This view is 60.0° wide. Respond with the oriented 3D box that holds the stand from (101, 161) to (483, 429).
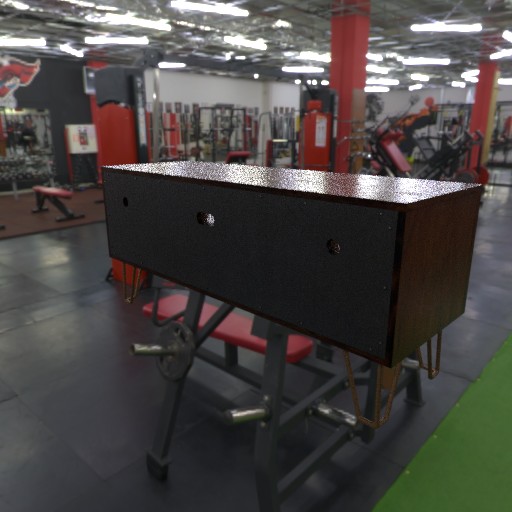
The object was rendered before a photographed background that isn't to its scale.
[{"bbox_3d":[0.000,0.000,1.661,1.372,0.610,0.481,15,22,42],"label":"stand"}]
